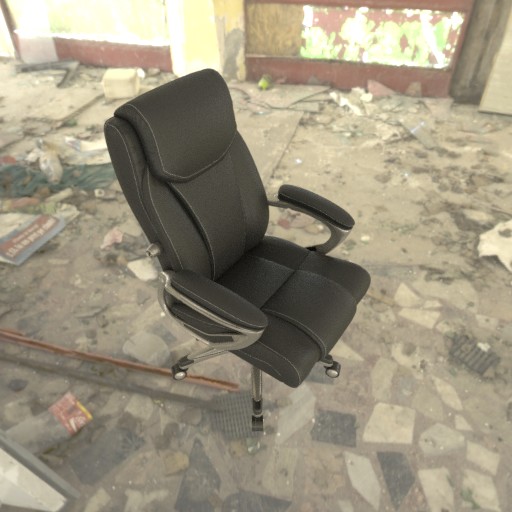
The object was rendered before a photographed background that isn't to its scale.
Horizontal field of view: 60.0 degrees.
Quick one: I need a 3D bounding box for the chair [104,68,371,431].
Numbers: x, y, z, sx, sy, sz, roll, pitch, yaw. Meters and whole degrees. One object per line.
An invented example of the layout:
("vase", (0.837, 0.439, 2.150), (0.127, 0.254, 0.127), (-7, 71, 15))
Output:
("chair", (0.000, 0.000, 1.656), (0.784, 1.167, 0.741), (25, 47, 26))
